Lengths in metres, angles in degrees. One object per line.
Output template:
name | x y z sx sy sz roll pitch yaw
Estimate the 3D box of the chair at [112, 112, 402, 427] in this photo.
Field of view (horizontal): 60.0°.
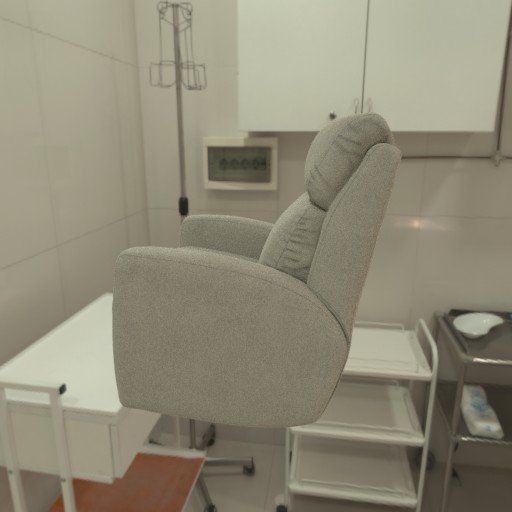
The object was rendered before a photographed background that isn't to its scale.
chair | 0.000 0.000 1.692 0.940 1.021 0.794 2 16 8
